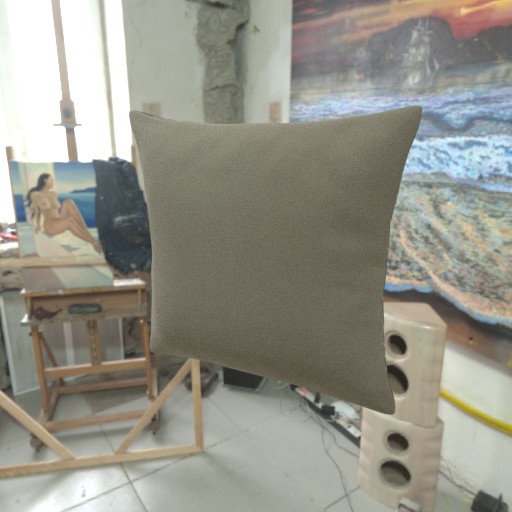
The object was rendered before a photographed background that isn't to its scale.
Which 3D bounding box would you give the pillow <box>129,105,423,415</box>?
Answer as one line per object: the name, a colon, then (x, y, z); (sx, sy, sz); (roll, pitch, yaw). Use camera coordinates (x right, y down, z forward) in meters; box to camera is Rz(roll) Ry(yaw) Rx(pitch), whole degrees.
pillow: (0.000, 0.000, 0.799); (0.526, 0.507, 0.166); (8, 18, 25)
